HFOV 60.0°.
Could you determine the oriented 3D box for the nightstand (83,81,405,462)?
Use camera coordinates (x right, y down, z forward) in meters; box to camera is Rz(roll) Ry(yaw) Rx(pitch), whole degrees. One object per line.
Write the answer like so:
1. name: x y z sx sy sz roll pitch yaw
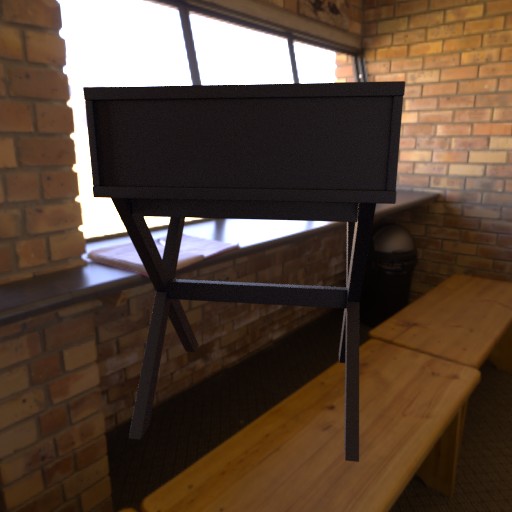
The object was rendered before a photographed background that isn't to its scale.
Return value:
1. nightstand: 0.000 0.000 0.918 0.479 0.623 0.402 2 15 8
